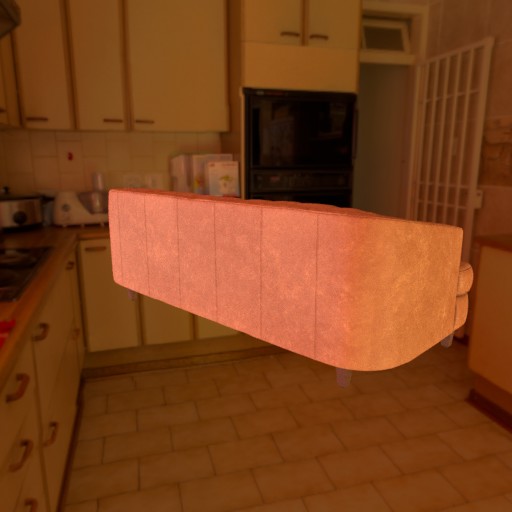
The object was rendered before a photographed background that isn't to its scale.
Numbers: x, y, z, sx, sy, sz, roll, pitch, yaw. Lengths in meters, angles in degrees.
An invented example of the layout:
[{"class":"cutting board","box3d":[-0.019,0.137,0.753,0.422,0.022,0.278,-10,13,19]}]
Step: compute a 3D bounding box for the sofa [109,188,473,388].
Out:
[{"class":"sofa","box3d":[0.000,0.000,2.716,2.257,0.791,0.922,12,17,42]}]
